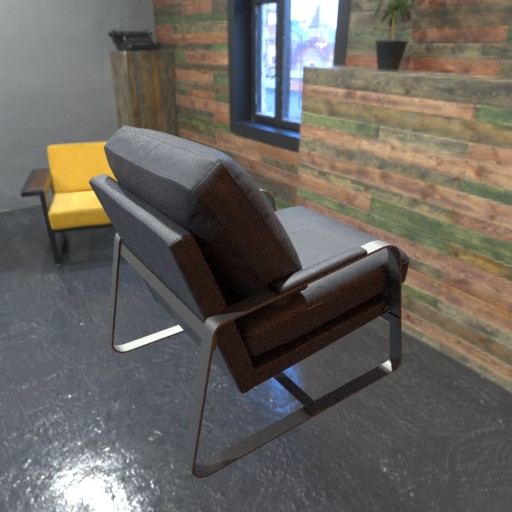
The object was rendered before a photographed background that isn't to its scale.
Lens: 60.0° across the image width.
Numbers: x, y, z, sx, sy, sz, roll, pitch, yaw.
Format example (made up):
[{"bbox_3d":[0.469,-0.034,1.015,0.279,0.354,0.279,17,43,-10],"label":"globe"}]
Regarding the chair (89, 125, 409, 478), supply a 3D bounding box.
[{"bbox_3d":[0.000,0.000,1.474,0.878,0.839,0.692,-17,30,-31],"label":"chair"}]
